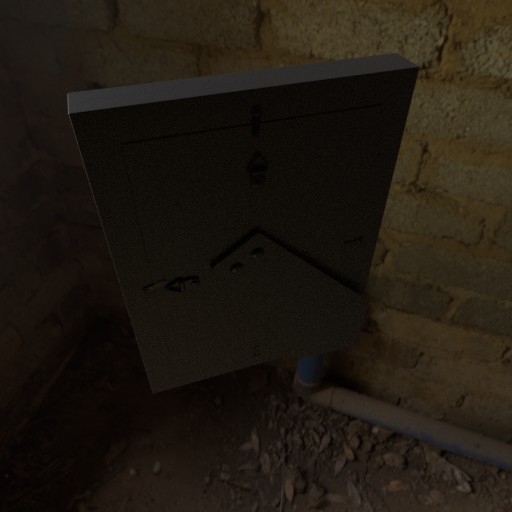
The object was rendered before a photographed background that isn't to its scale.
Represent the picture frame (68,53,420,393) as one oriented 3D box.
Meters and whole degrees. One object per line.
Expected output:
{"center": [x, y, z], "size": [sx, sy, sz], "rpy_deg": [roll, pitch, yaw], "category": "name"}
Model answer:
{"center": [0.000, 0.000, 0.265], "size": [0.157, 0.208, 0.028], "rpy_deg": [-13, 44, -13], "category": "picture frame"}
